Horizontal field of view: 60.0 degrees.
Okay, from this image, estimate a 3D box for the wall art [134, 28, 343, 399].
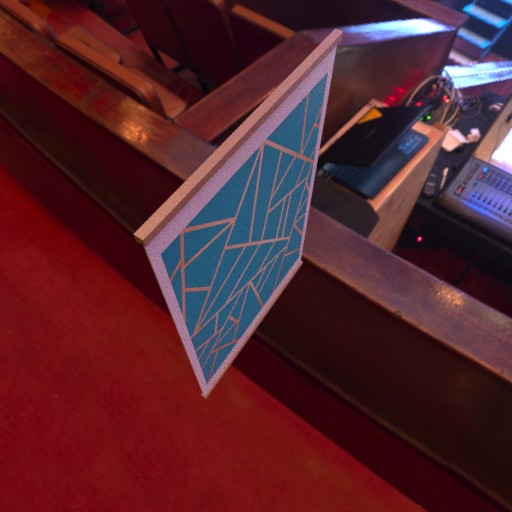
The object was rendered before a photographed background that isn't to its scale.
[{"bbox_3d":[0.000,0.000,1.900,0.030,1.519,0.990,30,63,17],"label":"wall art"}]
